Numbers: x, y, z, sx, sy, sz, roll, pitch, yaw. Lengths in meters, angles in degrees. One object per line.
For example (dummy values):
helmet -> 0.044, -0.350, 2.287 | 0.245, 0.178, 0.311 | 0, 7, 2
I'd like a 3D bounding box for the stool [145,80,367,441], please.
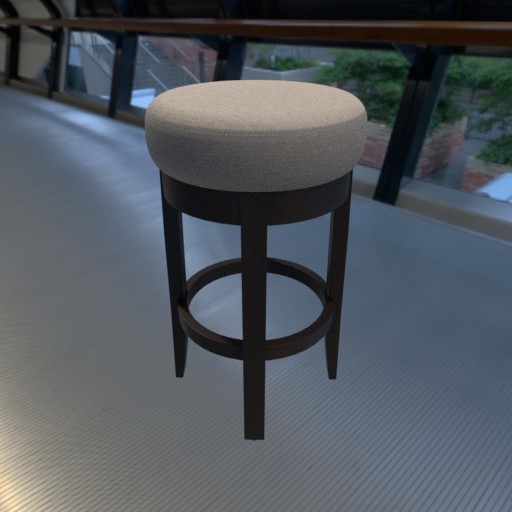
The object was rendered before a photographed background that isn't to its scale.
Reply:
stool -> 0.000, 0.000, 1.054 | 0.443, 0.757, 0.443 | 0, 30, 0
